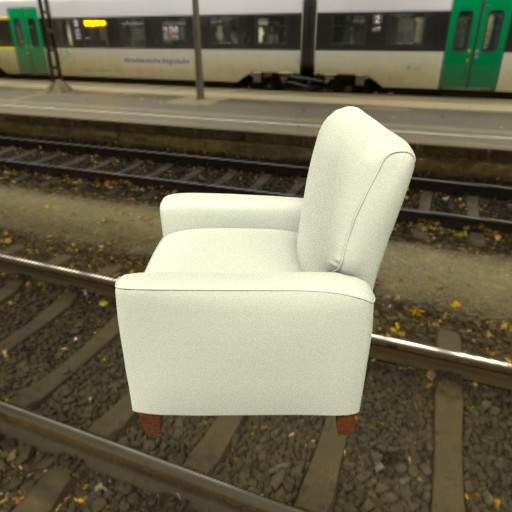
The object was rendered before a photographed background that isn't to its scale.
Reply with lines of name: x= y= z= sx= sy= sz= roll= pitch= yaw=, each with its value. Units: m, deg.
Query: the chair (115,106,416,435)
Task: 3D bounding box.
chair: x=0.000 y=0.000 z=1.646 sx=0.846 sy=1.007 sz=0.853 roll=0 pitch=26 yaw=0
